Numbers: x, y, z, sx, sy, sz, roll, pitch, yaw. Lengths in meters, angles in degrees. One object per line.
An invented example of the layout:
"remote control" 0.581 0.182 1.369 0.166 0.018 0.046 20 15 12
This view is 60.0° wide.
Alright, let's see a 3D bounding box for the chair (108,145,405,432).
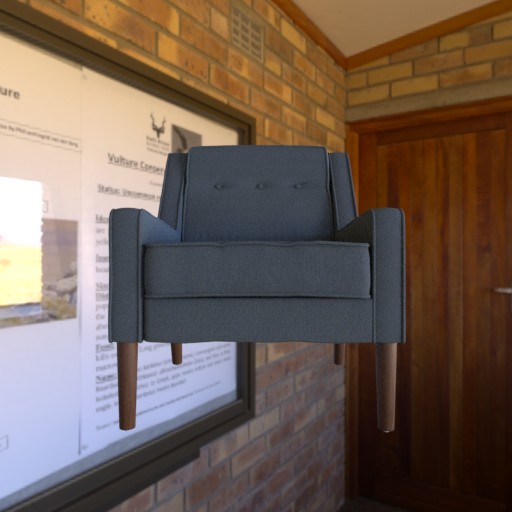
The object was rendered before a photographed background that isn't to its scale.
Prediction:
"chair" 0.000 0.000 1.310 0.663 0.780 0.733 0 0 1
